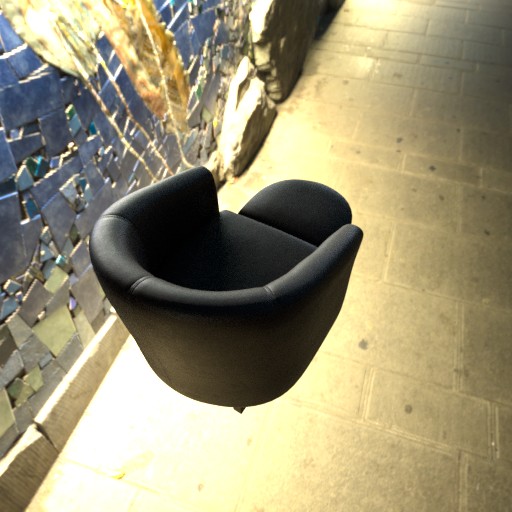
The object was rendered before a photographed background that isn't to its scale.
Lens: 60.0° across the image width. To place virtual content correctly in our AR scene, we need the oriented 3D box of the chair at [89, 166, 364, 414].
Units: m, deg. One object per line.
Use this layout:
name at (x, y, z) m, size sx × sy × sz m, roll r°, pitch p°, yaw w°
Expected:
chair at (0.000, 0.000, 1.693) m, size 0.737 × 0.755 × 1.176 m, roll 25°, pitch 51°, yaw 22°
